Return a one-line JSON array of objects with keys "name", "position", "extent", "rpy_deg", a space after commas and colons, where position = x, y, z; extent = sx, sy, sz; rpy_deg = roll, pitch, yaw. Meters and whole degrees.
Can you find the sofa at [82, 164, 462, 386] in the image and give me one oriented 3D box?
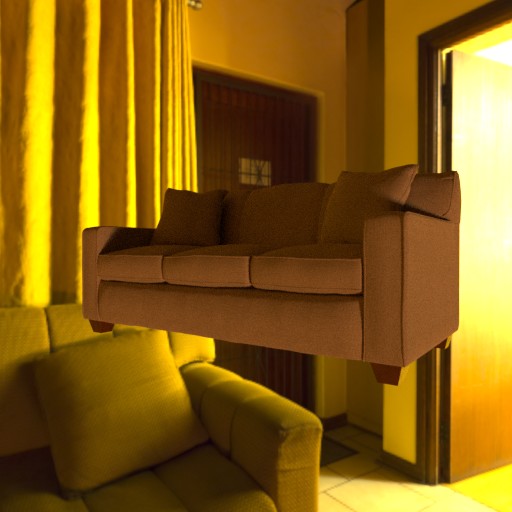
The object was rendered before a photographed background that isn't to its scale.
[{"name": "sofa", "position": [0.000, 0.000, 2.551], "extent": [2.024, 0.958, 0.997], "rpy_deg": [1, 1, 35]}]
